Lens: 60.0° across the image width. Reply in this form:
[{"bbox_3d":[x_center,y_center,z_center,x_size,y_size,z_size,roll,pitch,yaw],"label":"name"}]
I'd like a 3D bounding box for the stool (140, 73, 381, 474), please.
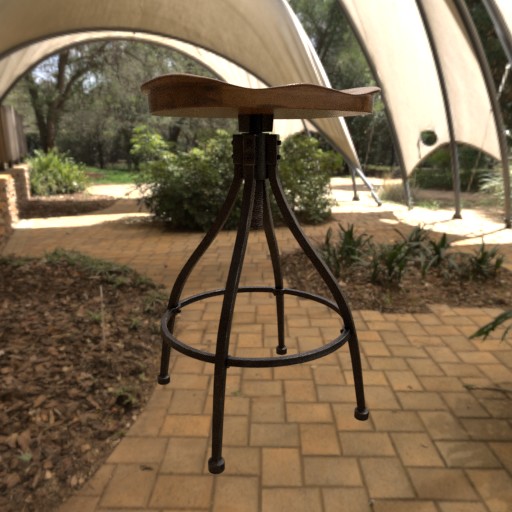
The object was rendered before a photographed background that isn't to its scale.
[{"bbox_3d":[0.000,0.000,0.960,0.432,0.694,0.424,-7,16,-27],"label":"stool"}]
